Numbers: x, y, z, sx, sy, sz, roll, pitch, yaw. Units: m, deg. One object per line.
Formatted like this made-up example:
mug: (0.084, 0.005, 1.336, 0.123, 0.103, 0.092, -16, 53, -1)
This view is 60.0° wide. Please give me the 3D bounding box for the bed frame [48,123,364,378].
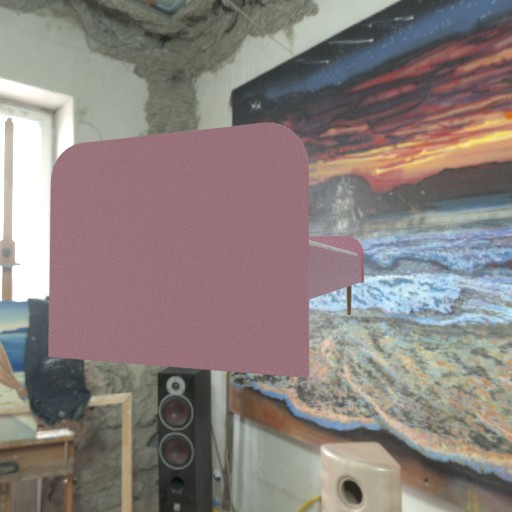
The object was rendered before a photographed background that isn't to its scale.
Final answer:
bed frame: (0.000, 0.000, 2.460, 0.998, 0.805, 1.963, 0, -2, 19)
